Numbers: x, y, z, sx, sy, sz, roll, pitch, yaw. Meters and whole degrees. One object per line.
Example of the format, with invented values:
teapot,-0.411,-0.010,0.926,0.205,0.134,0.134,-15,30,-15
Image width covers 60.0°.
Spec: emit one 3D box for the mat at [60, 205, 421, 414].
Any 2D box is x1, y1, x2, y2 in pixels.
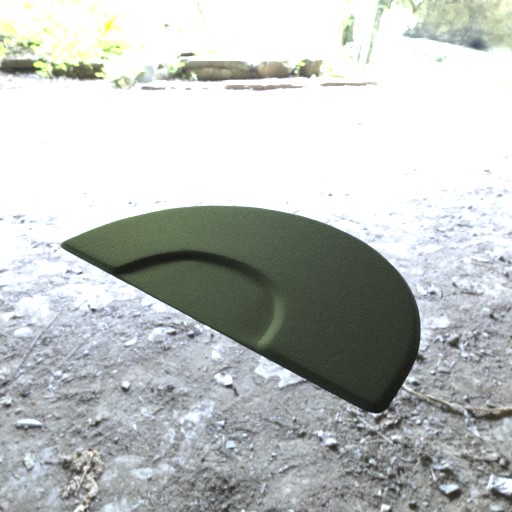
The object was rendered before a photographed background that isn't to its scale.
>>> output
mat,0.000,0.000,1.862,1.525,0.022,0.917,21,37,32
